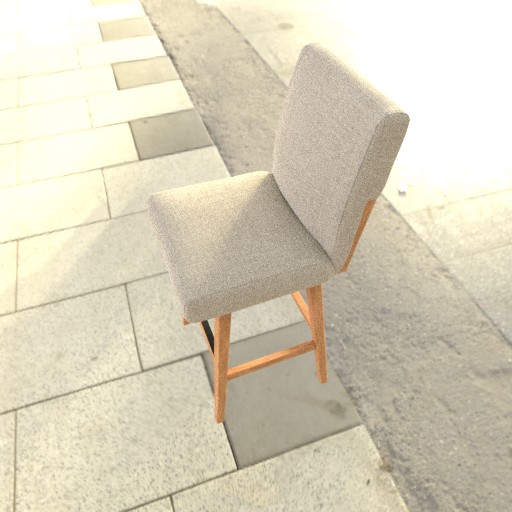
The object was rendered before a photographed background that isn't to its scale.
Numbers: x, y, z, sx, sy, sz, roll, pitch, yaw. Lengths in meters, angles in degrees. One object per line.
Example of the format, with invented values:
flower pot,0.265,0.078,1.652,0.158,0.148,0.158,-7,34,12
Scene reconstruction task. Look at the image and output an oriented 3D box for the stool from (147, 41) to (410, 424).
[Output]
stool,0.000,0.000,1.403,0.569,1.106,0.483,-16,49,-14
